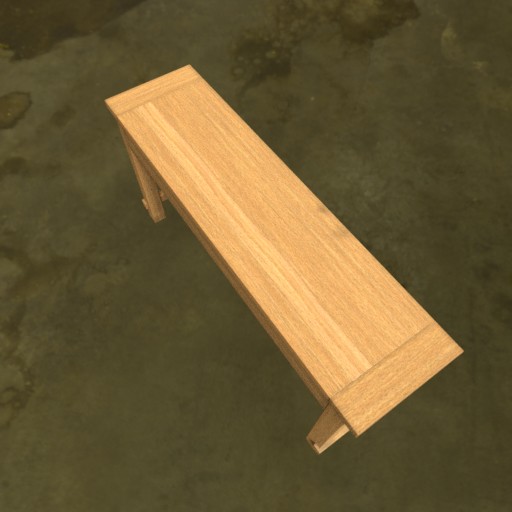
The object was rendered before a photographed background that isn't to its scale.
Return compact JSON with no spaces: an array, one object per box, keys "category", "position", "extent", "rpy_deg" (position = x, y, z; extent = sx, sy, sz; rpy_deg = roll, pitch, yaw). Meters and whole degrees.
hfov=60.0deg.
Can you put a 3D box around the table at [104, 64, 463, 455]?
[{"category":"table","position":[0.000,0.000,1.907],"extent":[0.442,0.762,1.599],"rpy_deg":[-31,64,-17]}]
